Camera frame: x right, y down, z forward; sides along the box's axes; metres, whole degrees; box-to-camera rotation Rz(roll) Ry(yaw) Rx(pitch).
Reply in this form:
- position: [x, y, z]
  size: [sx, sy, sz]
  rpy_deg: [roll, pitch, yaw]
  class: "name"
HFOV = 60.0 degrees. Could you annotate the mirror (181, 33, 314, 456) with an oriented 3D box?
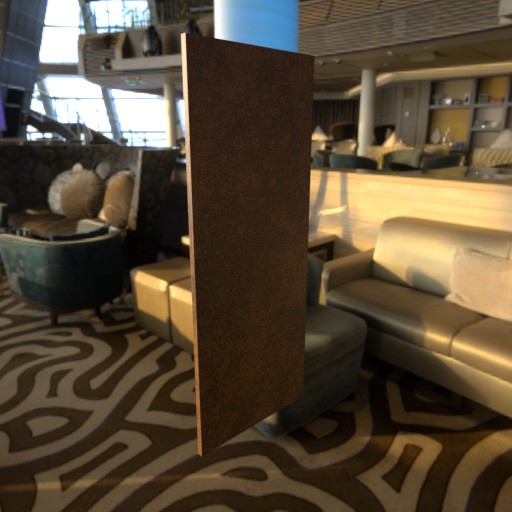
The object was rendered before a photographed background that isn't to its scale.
- position: [0.000, 0.000, 2.340]
  size: [0.812, 2.031, 0.032]
  rpy_deg: [-14, 21, -41]
  class: "mirror"
